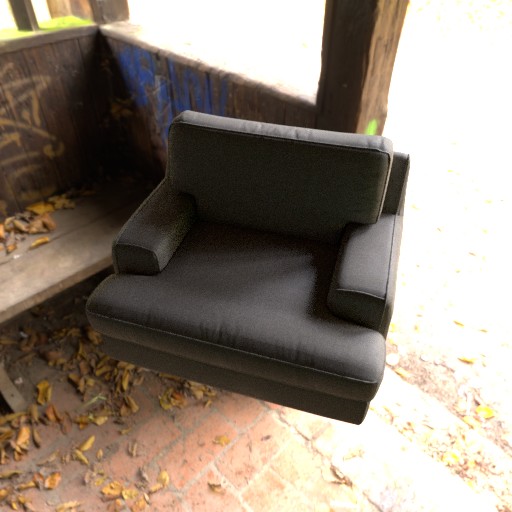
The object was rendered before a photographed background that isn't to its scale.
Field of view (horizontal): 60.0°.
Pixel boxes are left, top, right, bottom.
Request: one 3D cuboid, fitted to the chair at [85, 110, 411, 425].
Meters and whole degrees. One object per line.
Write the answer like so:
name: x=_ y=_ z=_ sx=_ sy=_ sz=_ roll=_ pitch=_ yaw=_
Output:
chair: x=0.000 y=0.000 z=2.050 sx=1.270 sy=0.974 sz=1.043 roll=11 pitch=43 yaw=13
